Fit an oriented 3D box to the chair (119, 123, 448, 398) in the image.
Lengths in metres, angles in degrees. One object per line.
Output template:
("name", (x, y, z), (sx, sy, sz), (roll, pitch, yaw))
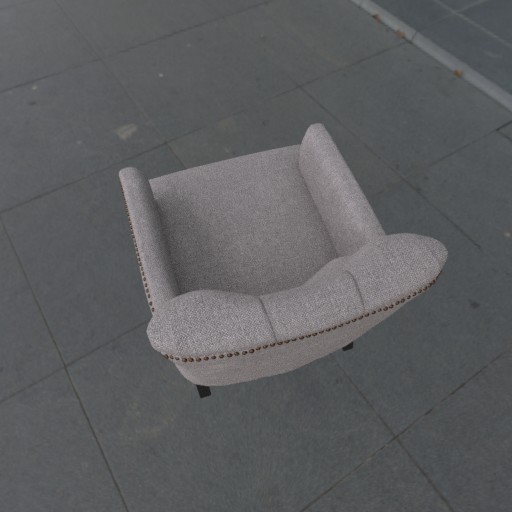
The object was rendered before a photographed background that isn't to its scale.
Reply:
("chair", (0.000, 0.000, 1.488), (0.737, 0.823, 0.902), (-16, 59, -10))
